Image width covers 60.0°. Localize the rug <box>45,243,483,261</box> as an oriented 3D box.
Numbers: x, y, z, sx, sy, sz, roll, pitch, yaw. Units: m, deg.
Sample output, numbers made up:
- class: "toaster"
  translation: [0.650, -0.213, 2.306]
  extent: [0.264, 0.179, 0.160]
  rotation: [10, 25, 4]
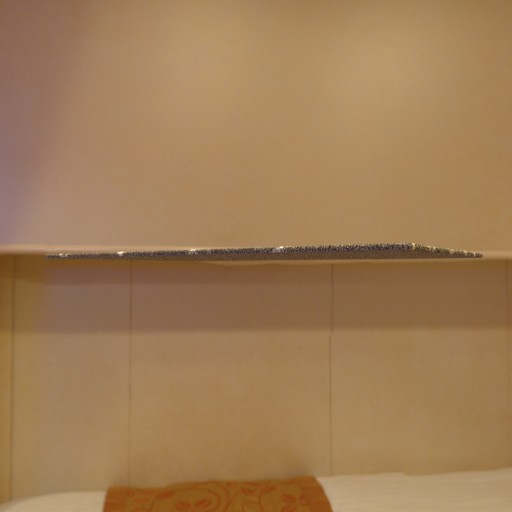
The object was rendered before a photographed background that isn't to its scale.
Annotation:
- class: "rug"
  translation: [0.000, 0.000, 2.891]
  extent: [2.438, 0.030, 1.524]
  rotation: [-1, -2, 36]
